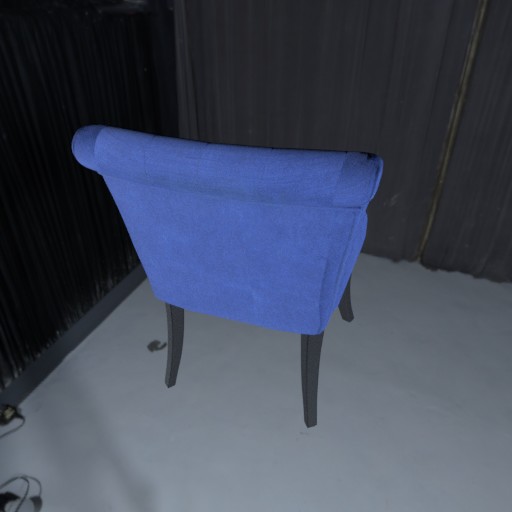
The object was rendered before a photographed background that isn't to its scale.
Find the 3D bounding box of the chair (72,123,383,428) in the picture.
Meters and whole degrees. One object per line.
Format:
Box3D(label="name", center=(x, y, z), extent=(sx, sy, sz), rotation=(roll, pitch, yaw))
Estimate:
Box3D(label="chair", center=(0.000, 0.000, 1.158), extent=(0.585, 0.753, 0.606), rotation=(10, 33, 16))
